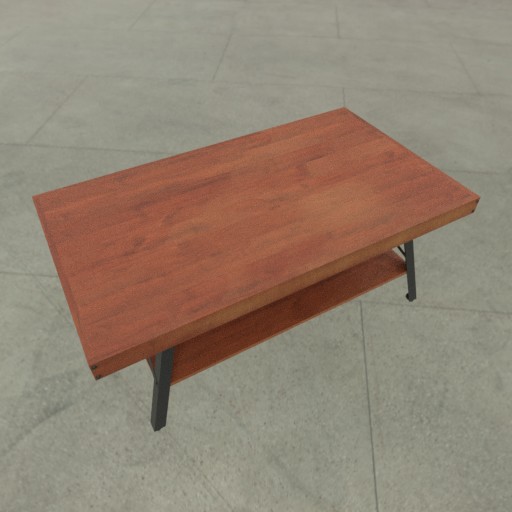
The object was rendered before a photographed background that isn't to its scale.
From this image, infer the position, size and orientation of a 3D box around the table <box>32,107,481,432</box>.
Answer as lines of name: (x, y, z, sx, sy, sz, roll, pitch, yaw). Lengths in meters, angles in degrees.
table: (0.000, 0.000, 1.372, 1.067, 0.457, 0.610, -22, 49, -20)
